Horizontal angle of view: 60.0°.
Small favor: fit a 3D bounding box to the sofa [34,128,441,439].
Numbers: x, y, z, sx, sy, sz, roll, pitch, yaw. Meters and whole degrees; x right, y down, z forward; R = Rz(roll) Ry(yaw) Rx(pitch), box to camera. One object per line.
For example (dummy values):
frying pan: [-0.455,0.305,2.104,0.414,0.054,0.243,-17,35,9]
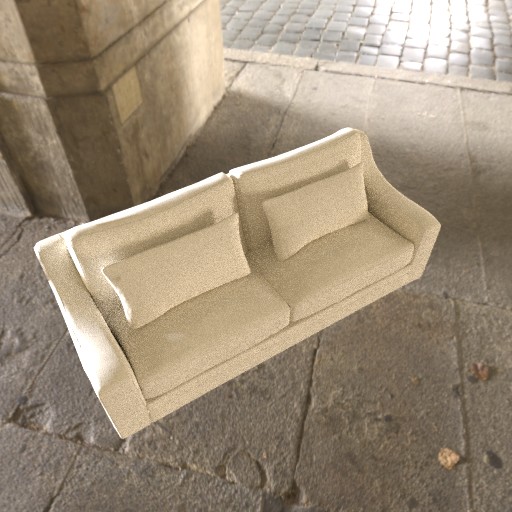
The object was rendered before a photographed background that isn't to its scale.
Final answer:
sofa: [0.000,0.000,2.991,2.470,1.022,1.009,-24,51,-21]
